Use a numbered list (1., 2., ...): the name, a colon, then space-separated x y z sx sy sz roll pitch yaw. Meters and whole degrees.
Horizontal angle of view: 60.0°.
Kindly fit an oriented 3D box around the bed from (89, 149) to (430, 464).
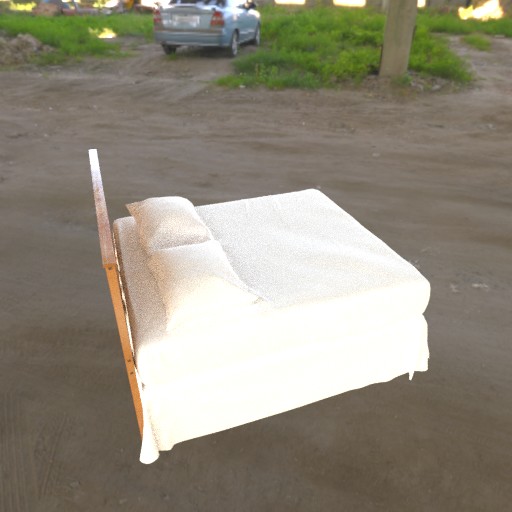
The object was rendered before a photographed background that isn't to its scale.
1. bed: 0.000 0.000 3.184 2.035 1.273 1.870 -11 33 -17
